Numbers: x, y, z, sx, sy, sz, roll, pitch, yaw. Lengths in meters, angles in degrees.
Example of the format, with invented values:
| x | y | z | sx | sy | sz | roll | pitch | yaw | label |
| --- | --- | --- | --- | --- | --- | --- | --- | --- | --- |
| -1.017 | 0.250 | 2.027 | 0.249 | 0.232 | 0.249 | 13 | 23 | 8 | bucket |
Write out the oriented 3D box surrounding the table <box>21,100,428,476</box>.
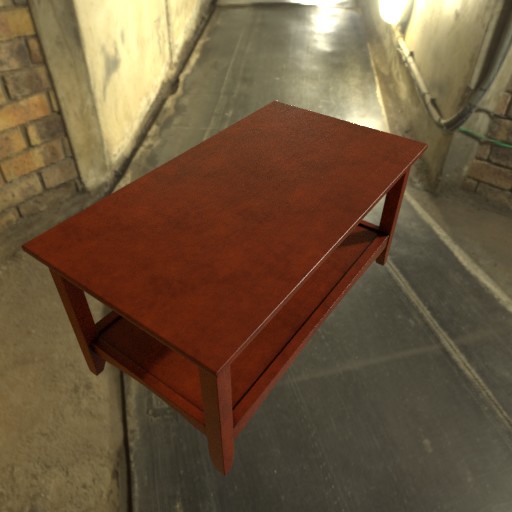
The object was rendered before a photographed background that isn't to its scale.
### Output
| x | y | z | sx | sy | sz | roll | pitch | yaw | label |
| --- | --- | --- | --- | --- | --- | --- | --- | --- | --- |
| 0.000 | 0.000 | 1.245 | 0.533 | 0.456 | 0.943 | 26 | 47 | 26 | table |
